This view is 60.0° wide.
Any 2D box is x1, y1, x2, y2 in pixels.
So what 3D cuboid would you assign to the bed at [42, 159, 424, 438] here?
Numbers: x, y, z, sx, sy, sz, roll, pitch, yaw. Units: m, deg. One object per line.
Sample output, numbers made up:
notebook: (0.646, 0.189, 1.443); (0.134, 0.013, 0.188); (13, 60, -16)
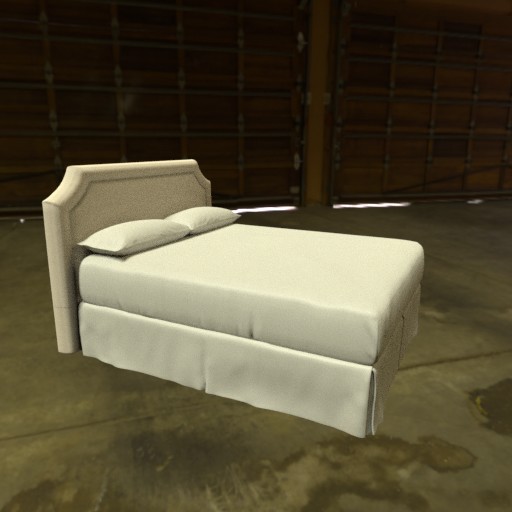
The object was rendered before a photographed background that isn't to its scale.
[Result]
bed: (0.000, 0.000, 3.218); (2.164, 1.297, 1.828); (7, 16, 26)
